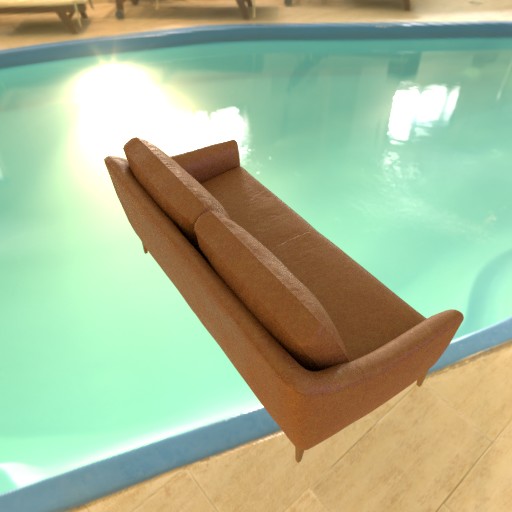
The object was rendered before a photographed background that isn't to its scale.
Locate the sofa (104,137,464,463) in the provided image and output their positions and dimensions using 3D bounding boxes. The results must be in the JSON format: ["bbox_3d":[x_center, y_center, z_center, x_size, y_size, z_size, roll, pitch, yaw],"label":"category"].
[{"bbox_3d":[0.000,0.000,2.537,0.981,0.945,2.036,-25,49,-24],"label":"sofa"}]
